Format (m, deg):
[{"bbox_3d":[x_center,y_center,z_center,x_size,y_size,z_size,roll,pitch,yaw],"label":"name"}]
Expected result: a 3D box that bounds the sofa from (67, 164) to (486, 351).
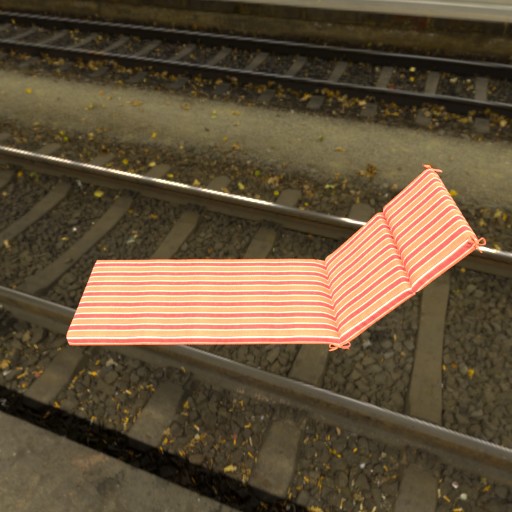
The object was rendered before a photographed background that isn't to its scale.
[{"bbox_3d":[0.000,0.000,1.958,1.663,0.622,0.582,0,41,0],"label":"sofa"}]
